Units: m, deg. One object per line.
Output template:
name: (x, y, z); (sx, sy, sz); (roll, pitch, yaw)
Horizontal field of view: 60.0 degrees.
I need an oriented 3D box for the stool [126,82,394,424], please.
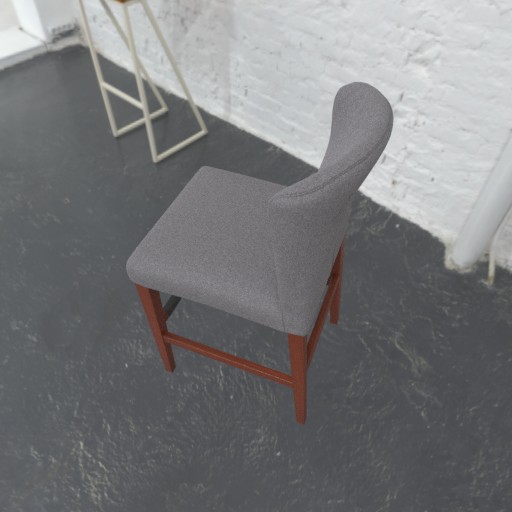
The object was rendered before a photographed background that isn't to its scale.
stool: (0.000, 0.000, 1.282); (0.568, 0.968, 0.481); (16, 50, 14)
